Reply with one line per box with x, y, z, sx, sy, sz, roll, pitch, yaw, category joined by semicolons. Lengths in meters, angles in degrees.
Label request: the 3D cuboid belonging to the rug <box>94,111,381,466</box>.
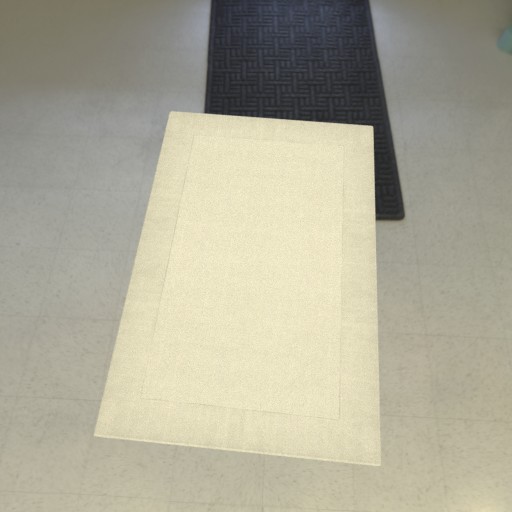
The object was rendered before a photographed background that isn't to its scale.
0.000;0.000;2.258;1.219;0.013;1.829;5;65;2;rug
